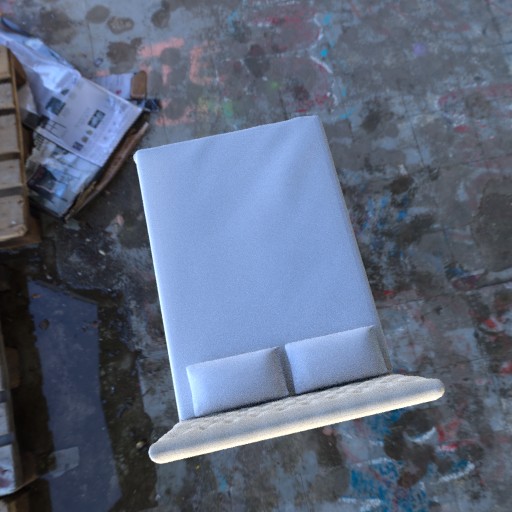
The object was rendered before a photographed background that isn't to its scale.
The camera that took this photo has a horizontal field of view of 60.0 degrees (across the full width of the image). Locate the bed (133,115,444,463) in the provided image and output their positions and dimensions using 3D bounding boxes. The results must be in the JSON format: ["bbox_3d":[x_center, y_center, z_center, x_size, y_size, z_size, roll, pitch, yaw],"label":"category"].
[{"bbox_3d":[0.000,0.000,3.388,1.698,1.427,2.387,-12,77,-3],"label":"bed"}]
